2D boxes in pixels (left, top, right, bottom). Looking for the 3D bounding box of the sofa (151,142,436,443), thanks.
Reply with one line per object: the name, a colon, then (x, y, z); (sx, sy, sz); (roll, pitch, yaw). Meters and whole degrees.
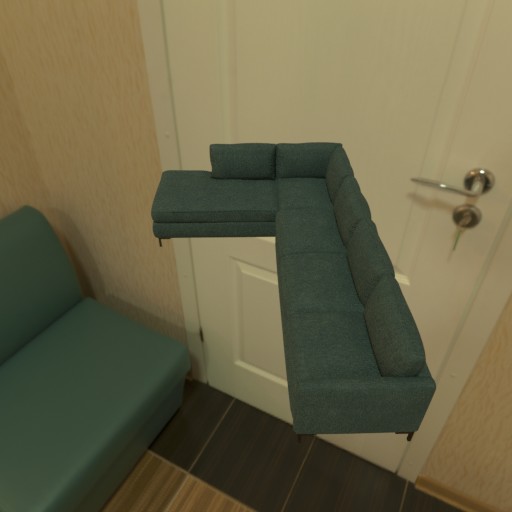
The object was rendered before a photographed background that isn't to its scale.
sofa: (0.000, 0.000, 3.738); (2.007, 0.815, 2.949); (-1, 39, -1)
